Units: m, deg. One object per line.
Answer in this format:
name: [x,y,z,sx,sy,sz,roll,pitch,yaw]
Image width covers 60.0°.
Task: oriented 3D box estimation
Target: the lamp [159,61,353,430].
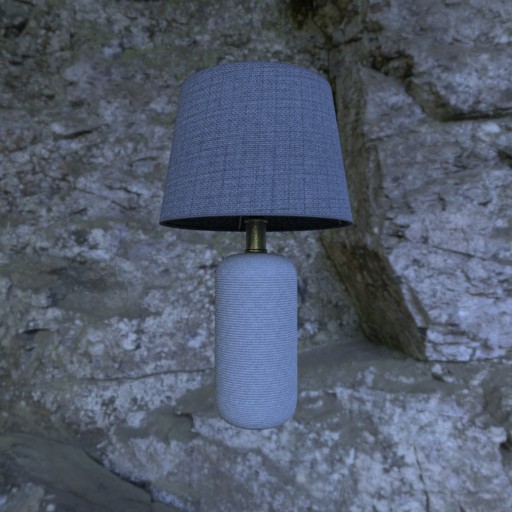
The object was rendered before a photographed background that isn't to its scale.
lamp: [0.000,0.000,0.587,0.251,0.429,0.251,0,-1,0]
